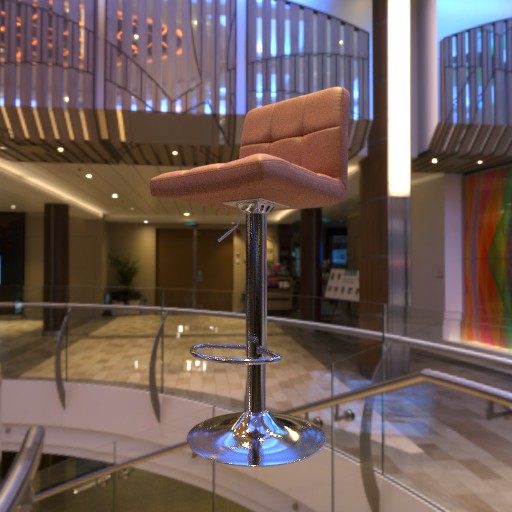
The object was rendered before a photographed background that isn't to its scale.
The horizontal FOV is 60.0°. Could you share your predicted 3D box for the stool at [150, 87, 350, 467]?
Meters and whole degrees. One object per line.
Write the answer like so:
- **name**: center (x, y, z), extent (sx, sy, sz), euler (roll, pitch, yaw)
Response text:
- **stool**: center (0.000, 0.000, 1.374), extent (0.430, 1.115, 0.505), euler (-1, -1, 38)
